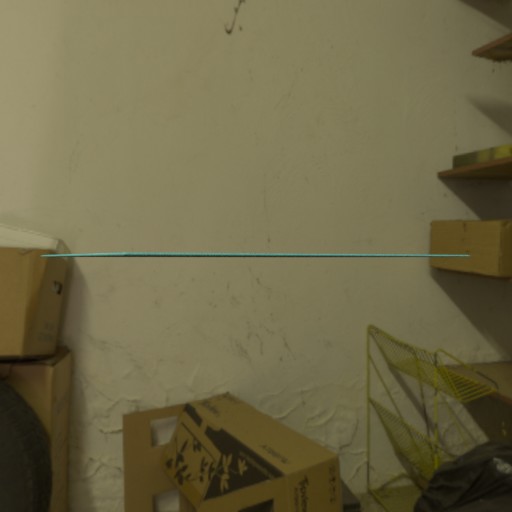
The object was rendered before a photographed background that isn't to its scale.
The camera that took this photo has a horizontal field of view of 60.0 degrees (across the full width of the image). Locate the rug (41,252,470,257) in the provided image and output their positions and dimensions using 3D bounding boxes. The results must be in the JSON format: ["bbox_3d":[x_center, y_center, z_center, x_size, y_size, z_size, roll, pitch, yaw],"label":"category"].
[{"bbox_3d":[0.000,0.000,2.778,2.205,0.012,1.554,0,0,-35],"label":"rug"}]
